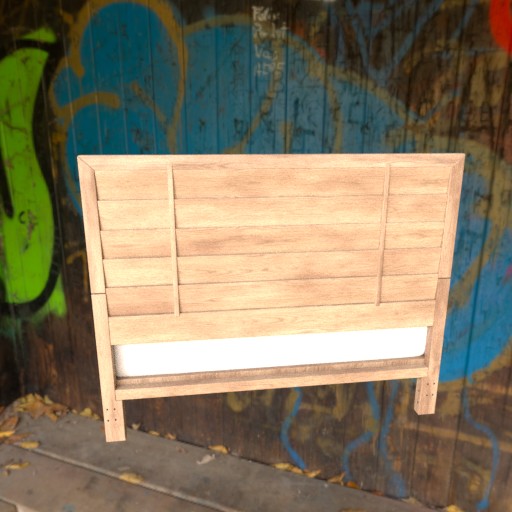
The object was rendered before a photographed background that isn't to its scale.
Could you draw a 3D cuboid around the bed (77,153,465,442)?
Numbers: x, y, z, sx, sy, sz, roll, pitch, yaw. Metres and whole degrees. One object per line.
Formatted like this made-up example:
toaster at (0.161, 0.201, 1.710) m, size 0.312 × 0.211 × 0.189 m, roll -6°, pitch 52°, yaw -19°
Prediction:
bed at (0.000, 0.000, 3.464) m, size 2.032 × 1.626 × 2.032 m, roll -2°, pitch 15°, yaw -8°
